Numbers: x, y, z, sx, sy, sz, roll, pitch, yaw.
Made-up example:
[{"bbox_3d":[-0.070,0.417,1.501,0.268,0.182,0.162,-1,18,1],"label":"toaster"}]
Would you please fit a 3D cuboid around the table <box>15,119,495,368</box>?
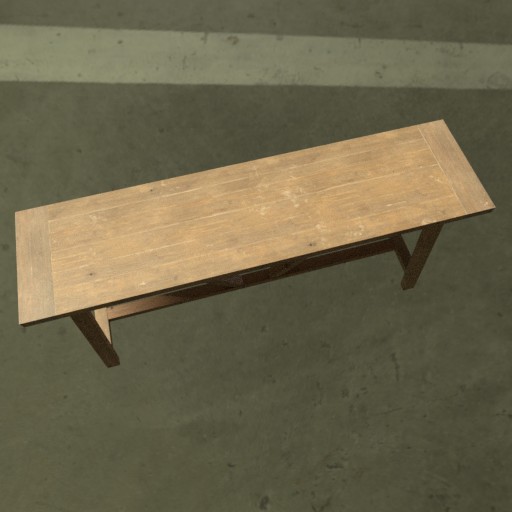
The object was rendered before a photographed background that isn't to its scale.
[{"bbox_3d":[0.000,0.000,2.077,1.800,0.810,0.465,-14,65,-7],"label":"table"}]
